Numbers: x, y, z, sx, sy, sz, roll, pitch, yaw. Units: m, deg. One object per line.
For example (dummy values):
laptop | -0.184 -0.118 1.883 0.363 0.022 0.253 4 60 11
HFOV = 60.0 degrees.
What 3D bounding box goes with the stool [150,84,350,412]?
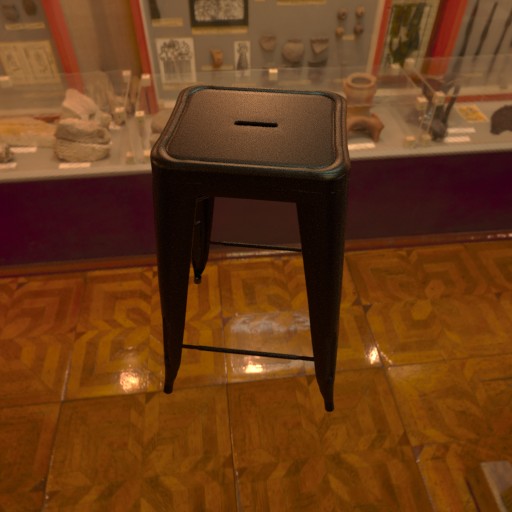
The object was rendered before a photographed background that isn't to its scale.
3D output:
stool | 0.000 0.000 0.918 0.455 0.609 0.423 -3 47 -3
